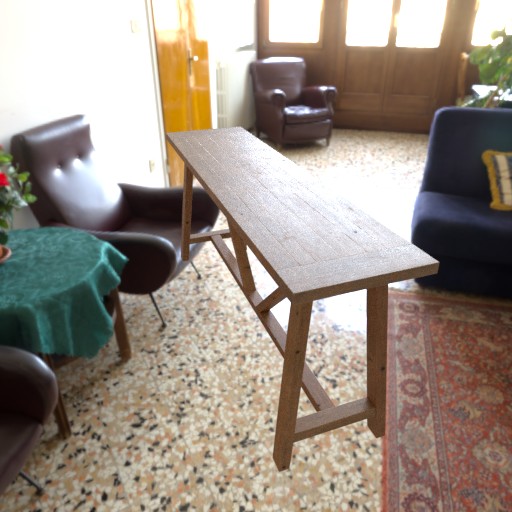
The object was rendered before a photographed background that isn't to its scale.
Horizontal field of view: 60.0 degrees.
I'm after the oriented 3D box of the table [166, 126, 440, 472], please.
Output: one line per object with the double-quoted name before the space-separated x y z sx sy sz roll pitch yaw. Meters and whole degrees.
"table" 0.000 0.000 2.145 0.465 0.810 1.800 -10 31 -18
